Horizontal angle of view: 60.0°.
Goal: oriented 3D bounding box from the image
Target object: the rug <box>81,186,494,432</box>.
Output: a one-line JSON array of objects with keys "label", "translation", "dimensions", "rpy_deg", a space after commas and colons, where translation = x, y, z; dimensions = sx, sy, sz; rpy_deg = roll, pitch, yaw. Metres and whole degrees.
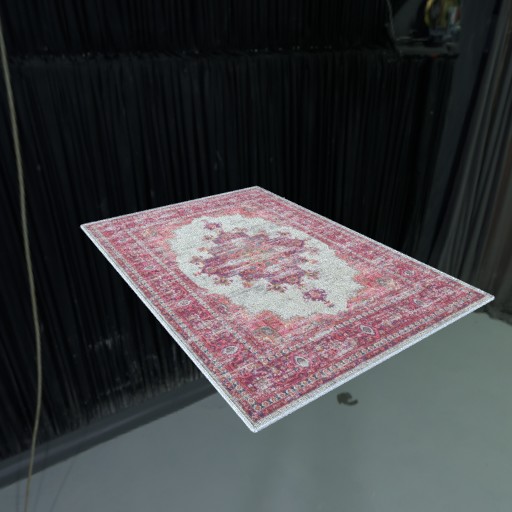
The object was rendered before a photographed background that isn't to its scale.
[{"label": "rug", "translation": [0.000, 0.000, 2.177], "dimensions": [1.217, 0.011, 1.747], "rpy_deg": [-18, 32, -30]}]
